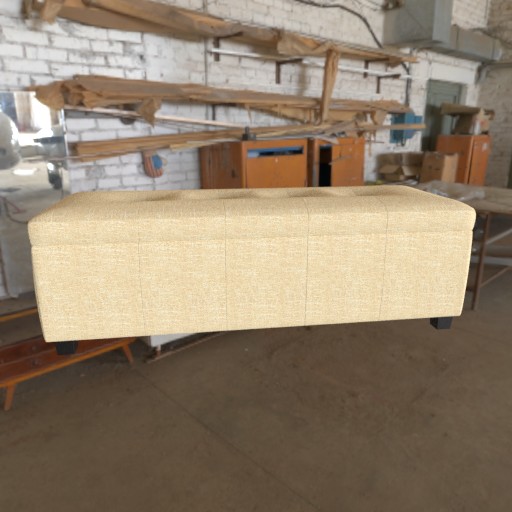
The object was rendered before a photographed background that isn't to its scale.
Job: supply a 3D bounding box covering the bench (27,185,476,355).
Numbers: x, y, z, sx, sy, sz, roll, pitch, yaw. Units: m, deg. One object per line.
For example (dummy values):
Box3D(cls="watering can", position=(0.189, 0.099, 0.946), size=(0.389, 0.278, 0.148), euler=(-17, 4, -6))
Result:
Box3D(cls="bench", position=(0.000, 0.000, 1.425), size=(1.219, 0.406, 0.432), euler=(-2, 17, -8))
